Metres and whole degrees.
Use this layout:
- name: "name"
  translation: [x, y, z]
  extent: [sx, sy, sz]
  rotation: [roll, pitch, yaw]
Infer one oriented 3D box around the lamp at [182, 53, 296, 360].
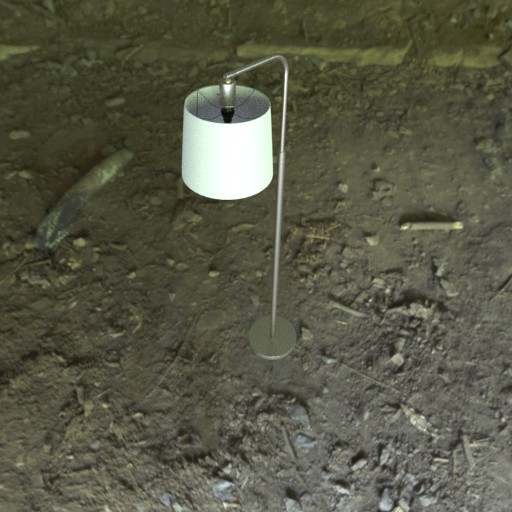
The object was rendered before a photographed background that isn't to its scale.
- name: "lamp"
  translation: [0.000, 0.000, 1.658]
  extent: [0.254, 1.478, 0.508]
  rotation: [32, 55, 25]
